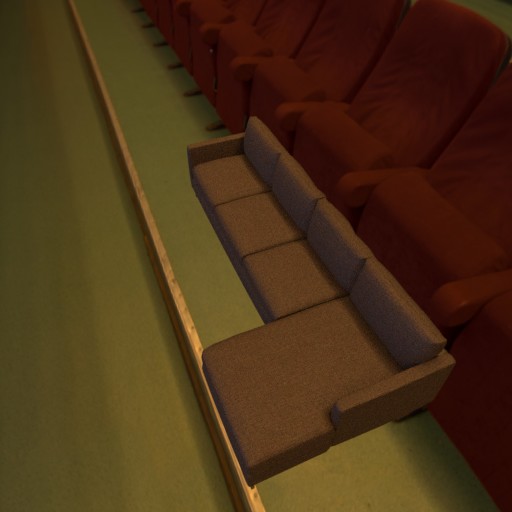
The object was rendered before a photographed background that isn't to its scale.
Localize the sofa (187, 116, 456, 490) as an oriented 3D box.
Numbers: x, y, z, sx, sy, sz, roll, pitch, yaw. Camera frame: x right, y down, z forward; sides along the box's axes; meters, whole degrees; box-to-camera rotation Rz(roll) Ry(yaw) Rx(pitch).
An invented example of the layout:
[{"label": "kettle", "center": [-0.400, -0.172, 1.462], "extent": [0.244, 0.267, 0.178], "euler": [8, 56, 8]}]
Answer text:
[{"label": "sofa", "center": [0.000, 0.000, 3.801], "extent": [1.483, 0.892, 3.221], "euler": [-17, 48, -16]}]
